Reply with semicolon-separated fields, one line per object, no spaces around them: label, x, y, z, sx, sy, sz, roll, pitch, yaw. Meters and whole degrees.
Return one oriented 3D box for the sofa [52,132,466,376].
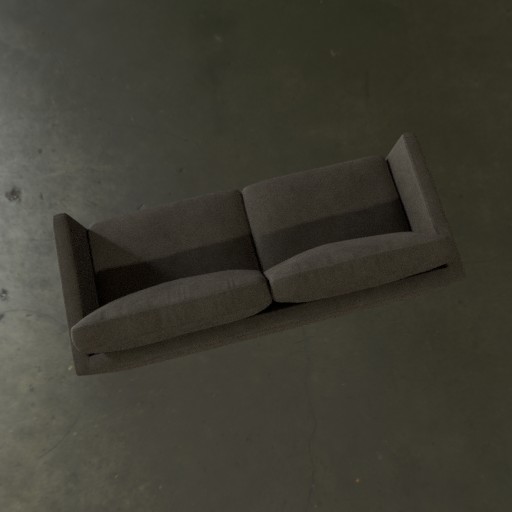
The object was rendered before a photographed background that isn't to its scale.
sofa;0.000;0.000;2.749;2.208;0.965;0.951;-14;78;-3
